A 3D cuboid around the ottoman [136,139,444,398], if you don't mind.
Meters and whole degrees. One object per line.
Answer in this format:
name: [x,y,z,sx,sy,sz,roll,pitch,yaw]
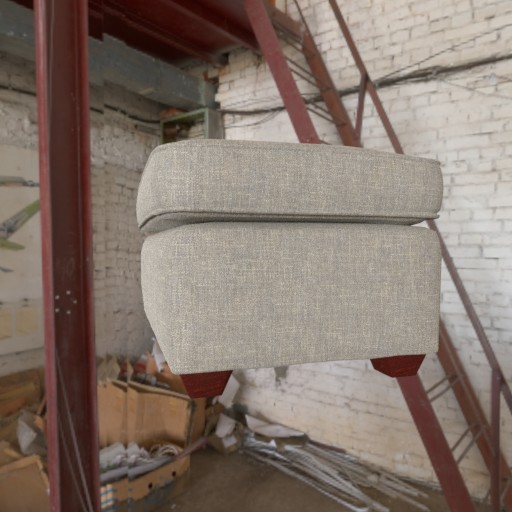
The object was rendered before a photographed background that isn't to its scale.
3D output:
ottoman: [0.000,0.000,1.115,0.559,0.457,0.762,0,1,-18]
